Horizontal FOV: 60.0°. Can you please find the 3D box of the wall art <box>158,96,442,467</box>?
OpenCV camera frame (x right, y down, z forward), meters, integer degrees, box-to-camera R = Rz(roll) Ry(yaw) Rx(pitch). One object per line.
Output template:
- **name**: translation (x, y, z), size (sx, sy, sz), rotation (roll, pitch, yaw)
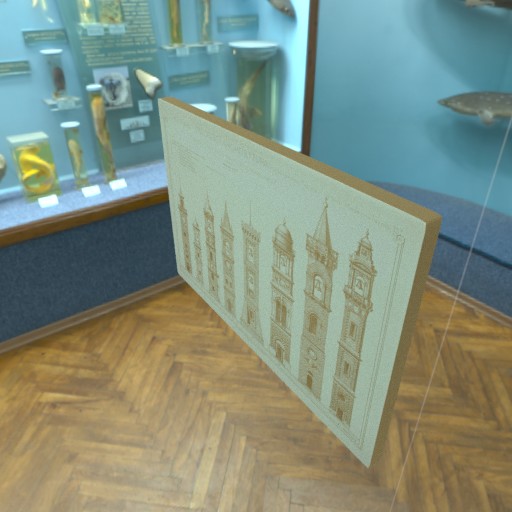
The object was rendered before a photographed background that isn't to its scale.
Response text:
- **wall art**: translation (0.000, 0.000, 0.469), size (0.019, 0.254, 0.380), rotation (-21, 38, -29)
